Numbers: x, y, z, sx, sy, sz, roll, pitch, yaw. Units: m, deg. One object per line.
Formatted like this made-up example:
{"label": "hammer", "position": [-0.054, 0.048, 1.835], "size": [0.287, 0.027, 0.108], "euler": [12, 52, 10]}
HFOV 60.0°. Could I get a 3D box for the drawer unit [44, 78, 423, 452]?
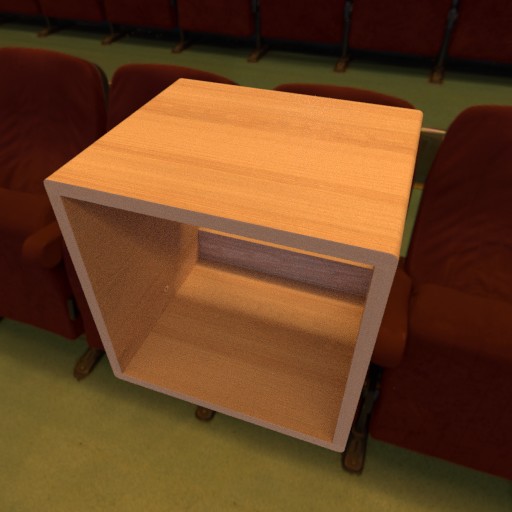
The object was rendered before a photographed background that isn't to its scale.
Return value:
{"label": "drawer unit", "position": [0.000, 0.000, 0.609], "size": [0.344, 0.344, 0.290], "euler": [13, 43, 15]}
